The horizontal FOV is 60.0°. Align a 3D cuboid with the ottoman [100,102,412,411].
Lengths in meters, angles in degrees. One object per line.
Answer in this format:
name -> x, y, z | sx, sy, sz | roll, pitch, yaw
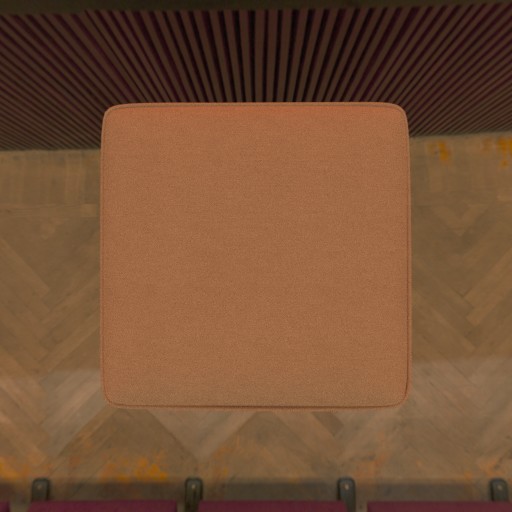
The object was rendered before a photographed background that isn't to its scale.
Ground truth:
ottoman -> 0.000, 0.000, 1.043 | 0.616, 0.438, 0.613 | 0, 90, 1
